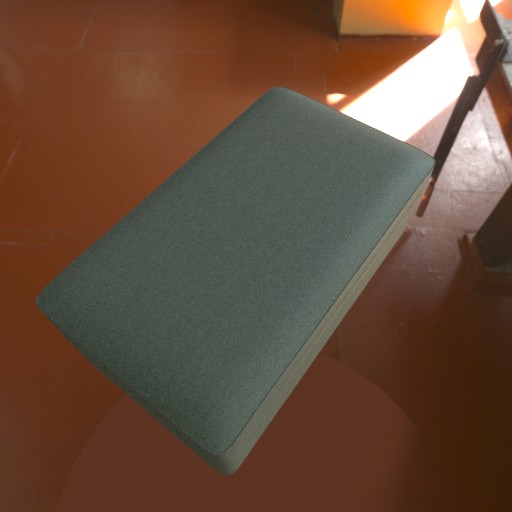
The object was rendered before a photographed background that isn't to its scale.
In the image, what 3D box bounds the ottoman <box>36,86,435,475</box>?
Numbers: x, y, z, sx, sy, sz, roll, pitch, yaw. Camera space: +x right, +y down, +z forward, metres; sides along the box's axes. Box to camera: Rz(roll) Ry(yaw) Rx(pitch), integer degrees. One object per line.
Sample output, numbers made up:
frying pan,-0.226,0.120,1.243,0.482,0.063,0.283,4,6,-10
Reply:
ottoman,0.000,0.000,1.511,0.681,0.494,1.173,32,63,19
